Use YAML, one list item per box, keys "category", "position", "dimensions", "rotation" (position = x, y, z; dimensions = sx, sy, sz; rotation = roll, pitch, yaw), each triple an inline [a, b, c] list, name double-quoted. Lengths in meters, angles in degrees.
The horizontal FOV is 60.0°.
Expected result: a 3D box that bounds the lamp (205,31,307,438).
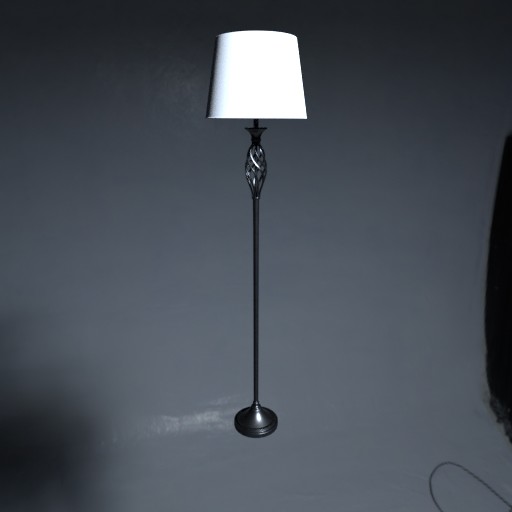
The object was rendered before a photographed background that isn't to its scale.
- category: "lamp"
  position: [0.000, 0.000, 1.821]
  dimensions: [0.379, 1.623, 0.379]
  rotation: [0, 17, 0]
